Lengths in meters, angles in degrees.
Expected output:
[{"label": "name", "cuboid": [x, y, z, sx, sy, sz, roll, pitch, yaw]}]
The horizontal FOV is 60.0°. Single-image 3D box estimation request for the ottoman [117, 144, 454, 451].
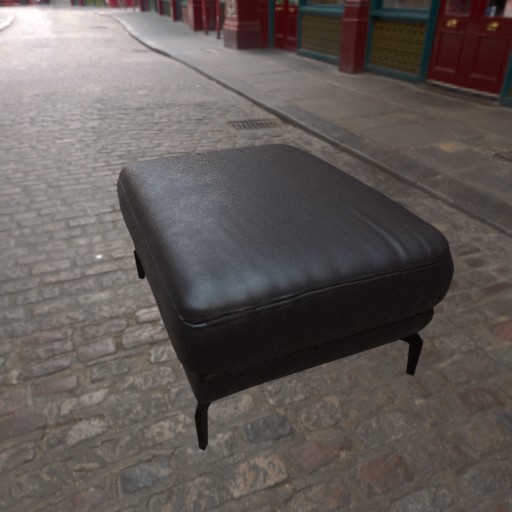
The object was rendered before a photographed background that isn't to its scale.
[{"label": "ottoman", "cuboid": [0.000, 0.000, 1.118, 0.570, 0.402, 0.764, -12, 32, -20]}]
